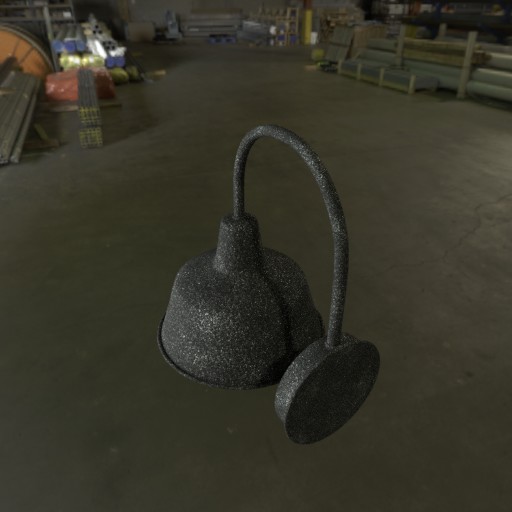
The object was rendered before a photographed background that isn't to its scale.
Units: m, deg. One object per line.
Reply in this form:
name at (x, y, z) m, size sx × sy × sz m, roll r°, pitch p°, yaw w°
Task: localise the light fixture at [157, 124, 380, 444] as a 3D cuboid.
light fixture at (0.000, 0.000, 0.491) m, size 0.216 × 0.300 × 0.283 m, roll -19°, pitch 35°, yaw -29°
